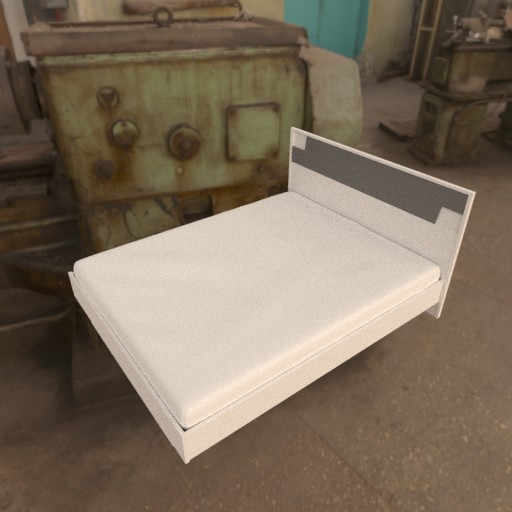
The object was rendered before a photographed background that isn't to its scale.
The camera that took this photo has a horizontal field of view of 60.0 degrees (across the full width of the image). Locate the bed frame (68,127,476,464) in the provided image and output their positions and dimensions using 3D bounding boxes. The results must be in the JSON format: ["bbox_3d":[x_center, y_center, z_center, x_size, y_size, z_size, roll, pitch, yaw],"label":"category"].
[{"bbox_3d":[0.000,0.000,3.042,2.100,1.001,1.711,-22,39,-30],"label":"bed frame"}]
